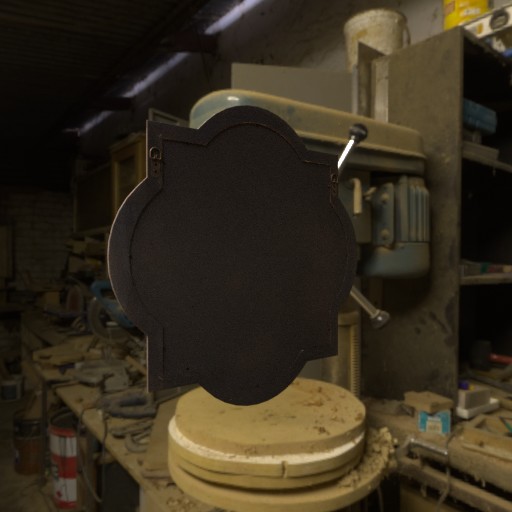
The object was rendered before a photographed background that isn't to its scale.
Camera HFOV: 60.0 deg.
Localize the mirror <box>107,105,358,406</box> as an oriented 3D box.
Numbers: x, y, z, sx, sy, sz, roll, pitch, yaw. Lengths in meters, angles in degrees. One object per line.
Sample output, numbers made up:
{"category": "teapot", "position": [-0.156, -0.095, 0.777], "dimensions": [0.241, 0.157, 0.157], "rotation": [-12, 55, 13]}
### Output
{"category": "mirror", "position": [0.000, 0.000, 1.053], "dimensions": [0.686, 0.686, 0.019], "rotation": [0, 1, -36]}
